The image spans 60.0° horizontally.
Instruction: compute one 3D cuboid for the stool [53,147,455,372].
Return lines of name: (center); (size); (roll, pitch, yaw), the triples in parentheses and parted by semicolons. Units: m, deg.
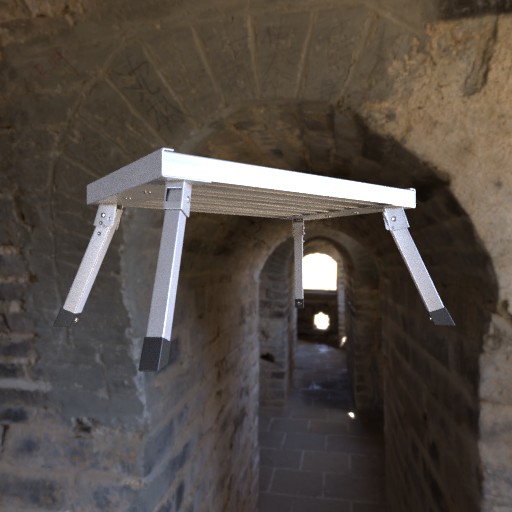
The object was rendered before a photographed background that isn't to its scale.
stool: (0.000, 0.000, 0.718); (0.535, 0.225, 0.385); (1, -1, -36)
